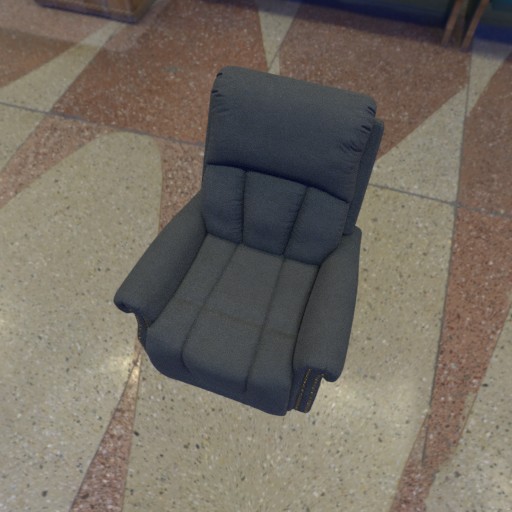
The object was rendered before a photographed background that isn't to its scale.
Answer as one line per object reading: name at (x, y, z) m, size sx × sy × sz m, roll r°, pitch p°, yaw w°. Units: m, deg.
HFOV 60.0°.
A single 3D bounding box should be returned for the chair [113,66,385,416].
chair at (0.000, 0.000, 1.770) m, size 0.871 × 1.031 × 0.979 m, roll 17°, pitch 60°, yaw 10°
